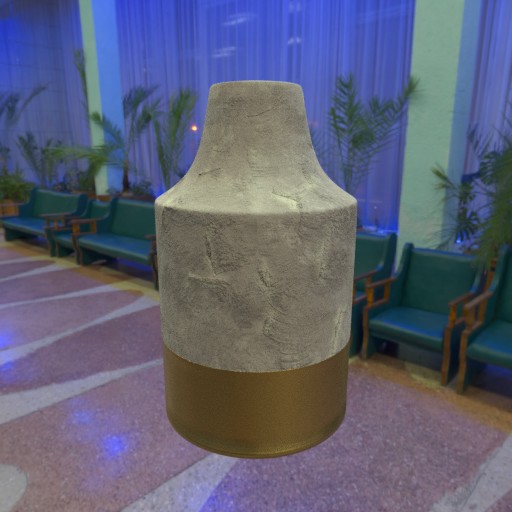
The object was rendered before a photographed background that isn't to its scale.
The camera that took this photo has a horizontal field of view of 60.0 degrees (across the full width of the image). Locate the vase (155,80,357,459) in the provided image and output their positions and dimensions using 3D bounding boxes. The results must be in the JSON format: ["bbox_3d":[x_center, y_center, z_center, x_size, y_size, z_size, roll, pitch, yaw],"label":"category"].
[{"bbox_3d":[0.000,0.000,0.423,0.184,0.305,0.184,0,14,0],"label":"vase"}]
